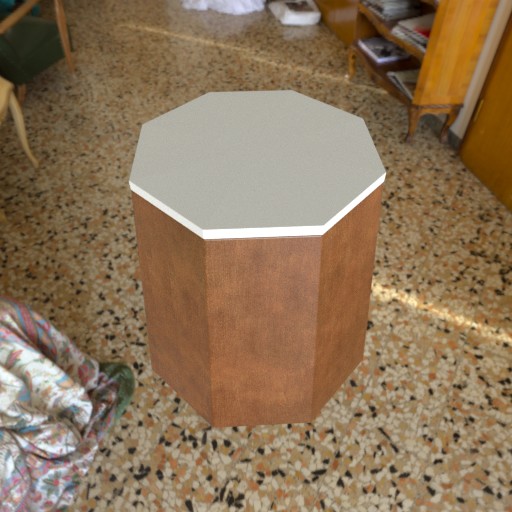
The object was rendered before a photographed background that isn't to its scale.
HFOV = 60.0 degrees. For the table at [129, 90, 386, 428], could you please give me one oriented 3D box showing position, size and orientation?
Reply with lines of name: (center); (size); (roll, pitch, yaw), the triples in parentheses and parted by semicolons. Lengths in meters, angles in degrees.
table: (0.000, 0.000, 0.804); (0.439, 0.457, 0.439); (31, 54, 26)
